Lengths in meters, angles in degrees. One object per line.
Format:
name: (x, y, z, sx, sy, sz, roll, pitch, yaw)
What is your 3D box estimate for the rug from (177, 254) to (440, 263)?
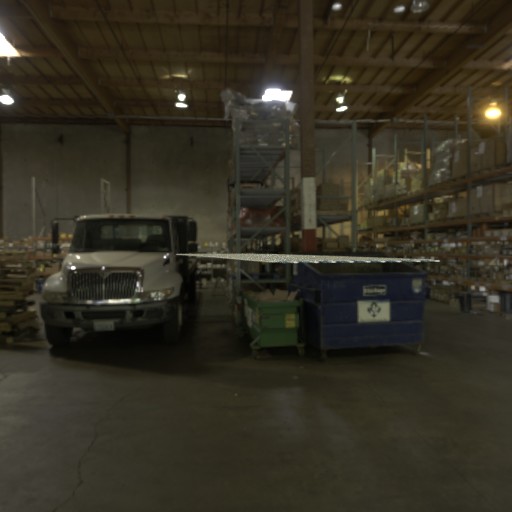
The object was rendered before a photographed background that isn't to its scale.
rug: (0.000, 0.000, 2.557, 0.620, 0.008, 2.372, 0, 1, -18)
